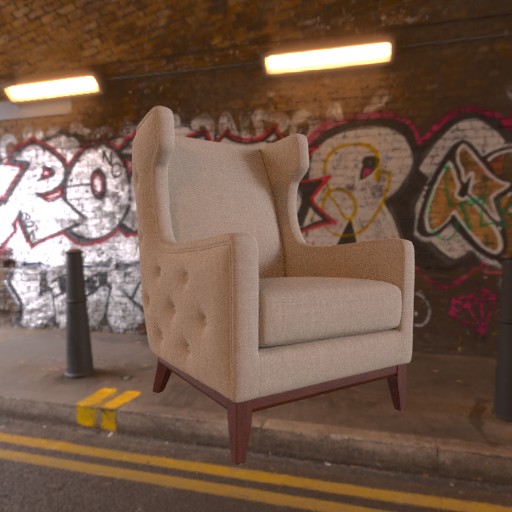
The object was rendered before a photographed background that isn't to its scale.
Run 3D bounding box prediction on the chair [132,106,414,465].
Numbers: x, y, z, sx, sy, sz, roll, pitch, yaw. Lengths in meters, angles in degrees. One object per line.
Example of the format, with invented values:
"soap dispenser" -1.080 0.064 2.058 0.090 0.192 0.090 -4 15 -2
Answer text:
"chair" 0.000 0.000 1.676 0.778 1.079 0.899 0 1 -35
